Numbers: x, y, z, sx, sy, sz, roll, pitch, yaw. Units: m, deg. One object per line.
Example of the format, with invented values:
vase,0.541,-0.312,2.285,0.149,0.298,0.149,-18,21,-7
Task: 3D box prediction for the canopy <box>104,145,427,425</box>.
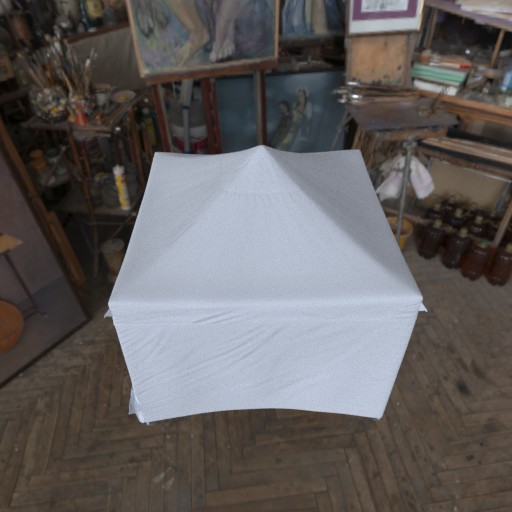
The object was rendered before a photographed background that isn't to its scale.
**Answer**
canopy,0.000,0.000,5.579,3.121,2.997,3.043,-1,41,-1
